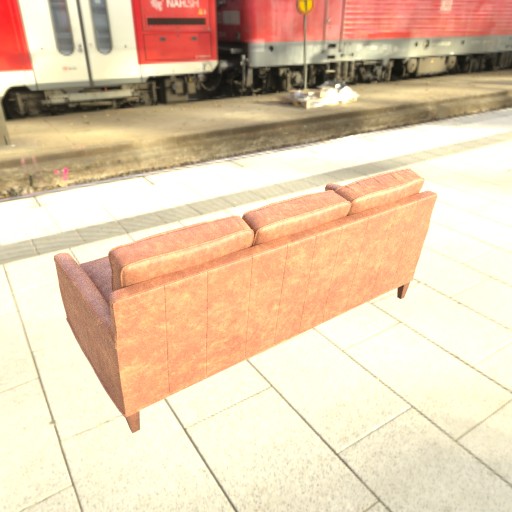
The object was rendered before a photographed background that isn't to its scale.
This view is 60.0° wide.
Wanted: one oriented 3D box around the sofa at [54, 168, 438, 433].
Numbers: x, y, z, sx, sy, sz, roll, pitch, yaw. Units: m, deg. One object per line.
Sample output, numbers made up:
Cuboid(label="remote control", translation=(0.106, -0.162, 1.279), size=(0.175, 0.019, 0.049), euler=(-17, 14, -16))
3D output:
Cuboid(label="sofa", translation=(0.000, 0.000, 2.865), size=(2.246, 1.003, 1.084), euler=(-19, 33, -31))
